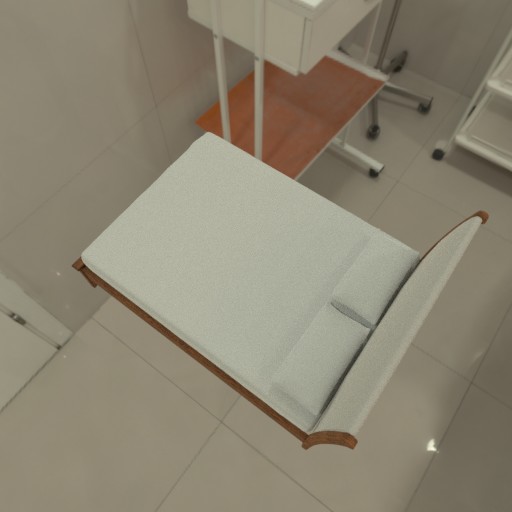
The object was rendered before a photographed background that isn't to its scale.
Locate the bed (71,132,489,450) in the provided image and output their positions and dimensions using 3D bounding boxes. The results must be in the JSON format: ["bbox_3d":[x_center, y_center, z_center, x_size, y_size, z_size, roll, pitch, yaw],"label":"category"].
[{"bbox_3d":[0.000,0.000,2.925,2.108,1.135,1.502,33,67,16],"label":"bed"}]
